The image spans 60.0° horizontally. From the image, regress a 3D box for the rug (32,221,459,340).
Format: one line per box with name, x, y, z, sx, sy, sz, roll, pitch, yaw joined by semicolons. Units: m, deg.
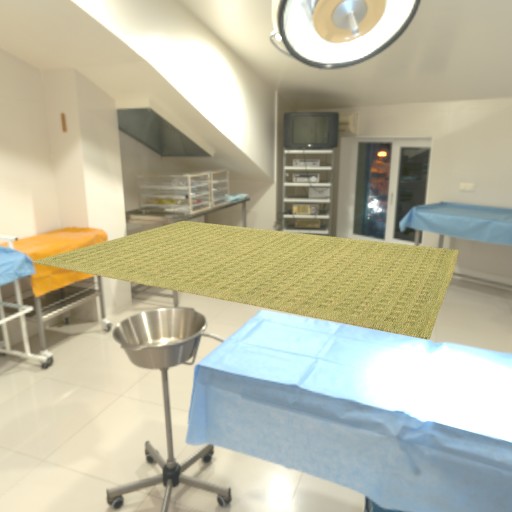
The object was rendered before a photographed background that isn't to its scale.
rug;0.000;0.000;2.838;2.297;0.007;1.529;8;17;27
